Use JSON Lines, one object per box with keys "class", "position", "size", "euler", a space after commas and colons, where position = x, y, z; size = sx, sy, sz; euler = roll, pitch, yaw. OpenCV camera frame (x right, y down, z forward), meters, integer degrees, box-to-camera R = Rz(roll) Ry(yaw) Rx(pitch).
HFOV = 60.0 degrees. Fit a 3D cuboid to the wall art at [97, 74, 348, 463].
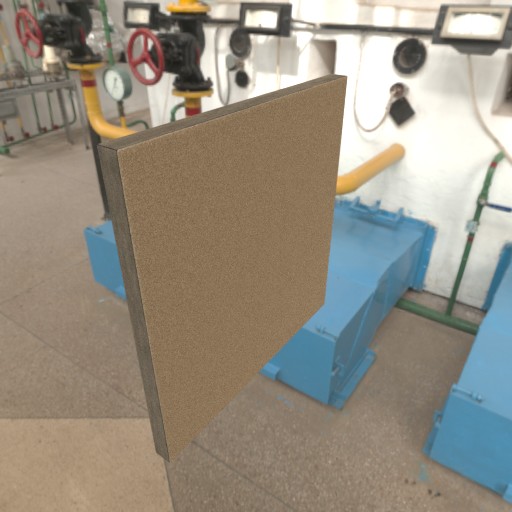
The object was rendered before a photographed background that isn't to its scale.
{"class": "wall art", "position": [0.000, 0.000, 1.109], "size": [0.050, 0.751, 0.749], "euler": [21, 37, 30]}
